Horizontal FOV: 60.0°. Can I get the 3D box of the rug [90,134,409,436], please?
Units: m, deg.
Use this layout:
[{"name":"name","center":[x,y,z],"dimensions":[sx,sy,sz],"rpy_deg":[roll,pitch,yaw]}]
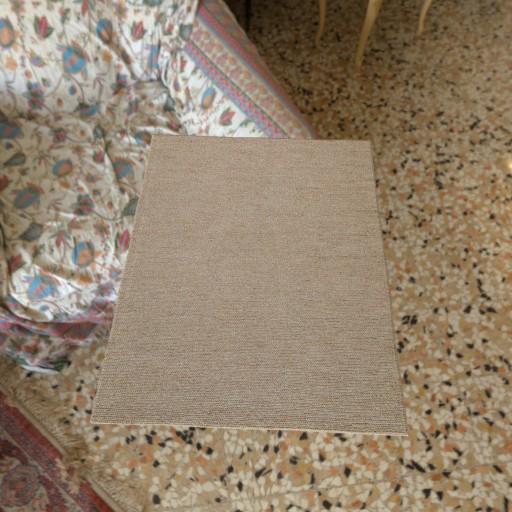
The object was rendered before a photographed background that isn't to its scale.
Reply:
[{"name":"rug","center":[0.000,0.000,4.107],"dimensions":[2.406,0.012,3.034],"rpy_deg":[2,60,1]}]
